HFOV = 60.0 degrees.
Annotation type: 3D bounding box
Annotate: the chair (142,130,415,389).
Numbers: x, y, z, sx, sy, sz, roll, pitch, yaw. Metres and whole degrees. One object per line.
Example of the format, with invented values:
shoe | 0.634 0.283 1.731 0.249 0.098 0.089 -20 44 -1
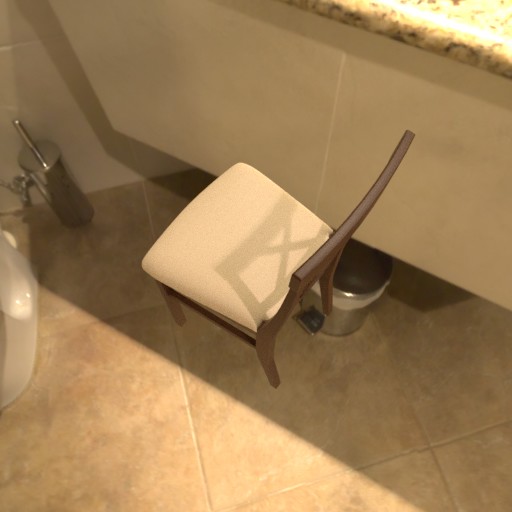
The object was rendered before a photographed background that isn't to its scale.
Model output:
chair | 0.000 0.000 1.209 0.480 0.913 0.440 34 67 16
